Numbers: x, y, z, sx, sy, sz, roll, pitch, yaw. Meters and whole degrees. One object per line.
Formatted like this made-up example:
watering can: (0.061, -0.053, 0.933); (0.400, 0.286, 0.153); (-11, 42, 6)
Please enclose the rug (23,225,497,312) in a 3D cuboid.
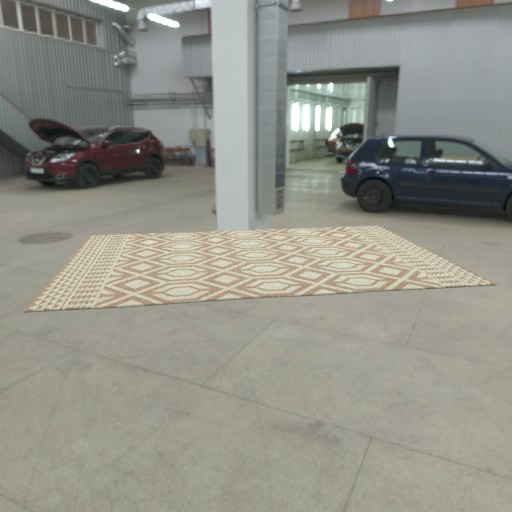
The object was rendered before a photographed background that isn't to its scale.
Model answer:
rug: (0.000, 0.000, 2.960); (2.435, 0.011, 1.526); (-2, 16, -8)
